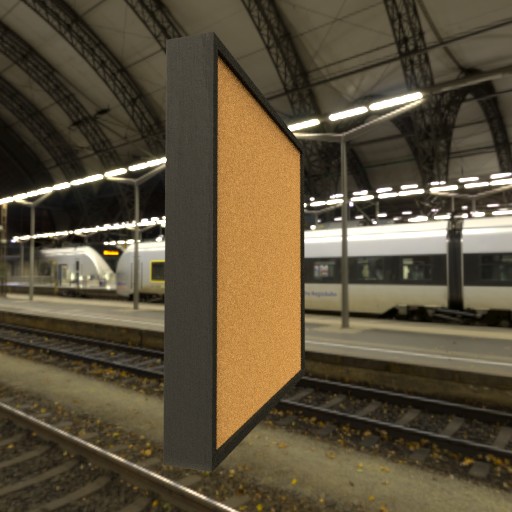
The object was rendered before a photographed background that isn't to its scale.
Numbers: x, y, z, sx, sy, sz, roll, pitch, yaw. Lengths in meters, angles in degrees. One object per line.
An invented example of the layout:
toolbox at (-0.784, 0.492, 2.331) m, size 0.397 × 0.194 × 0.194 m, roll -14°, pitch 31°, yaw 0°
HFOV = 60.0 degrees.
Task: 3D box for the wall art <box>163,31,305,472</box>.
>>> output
wall art at (0.000, 0.000, 0.457) m, size 0.037 × 0.305 × 0.305 m, roll -1°, pitch -2°, yaw 18°
